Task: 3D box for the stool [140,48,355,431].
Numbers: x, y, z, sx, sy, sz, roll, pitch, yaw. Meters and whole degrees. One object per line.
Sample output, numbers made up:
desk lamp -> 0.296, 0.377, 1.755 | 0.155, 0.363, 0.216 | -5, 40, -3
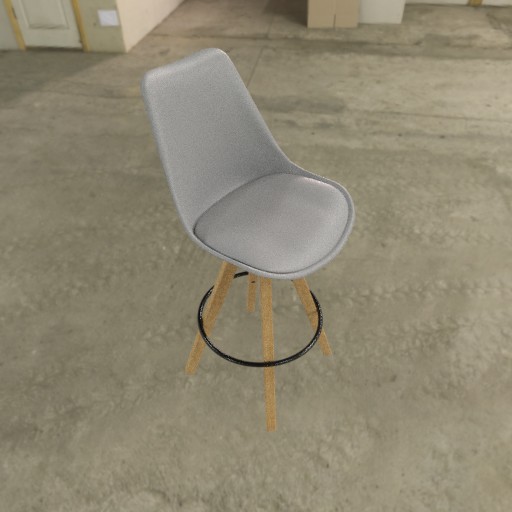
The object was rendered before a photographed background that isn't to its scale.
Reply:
stool -> 0.000, 0.000, 1.422 | 0.550, 1.115, 0.485 | 26, 48, 26
